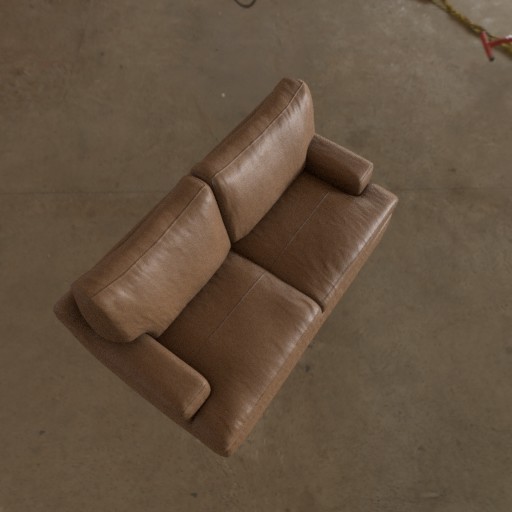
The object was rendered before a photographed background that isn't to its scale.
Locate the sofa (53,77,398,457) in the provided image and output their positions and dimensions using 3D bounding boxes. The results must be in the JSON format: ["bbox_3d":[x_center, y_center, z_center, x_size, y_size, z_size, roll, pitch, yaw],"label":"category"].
[{"bbox_3d":[0.000,0.000,2.469,0.962,0.980,1.855,32,65,17],"label":"sofa"}]
